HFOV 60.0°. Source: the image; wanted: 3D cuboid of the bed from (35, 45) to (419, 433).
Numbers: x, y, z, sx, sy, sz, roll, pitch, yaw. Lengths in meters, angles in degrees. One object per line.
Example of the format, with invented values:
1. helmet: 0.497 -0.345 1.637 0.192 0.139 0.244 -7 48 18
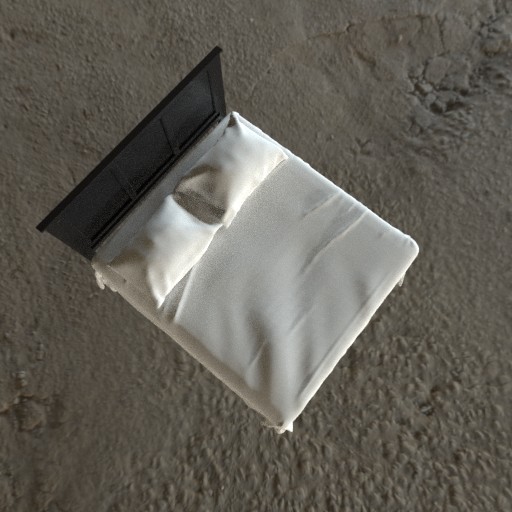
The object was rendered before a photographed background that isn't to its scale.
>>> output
1. bed: 0.000 0.000 3.230 2.050 1.270 1.870 38 78 9
